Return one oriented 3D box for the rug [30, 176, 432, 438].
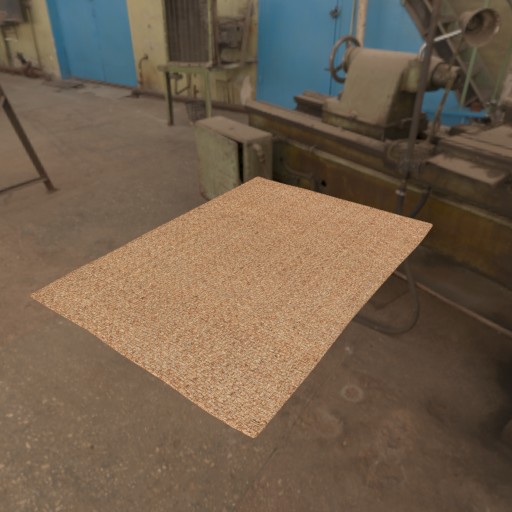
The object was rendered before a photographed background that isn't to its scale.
[{"bbox_3d":[0.000,0.000,2.786,1.566,0.013,2.141,21,38,30],"label":"rug"}]
